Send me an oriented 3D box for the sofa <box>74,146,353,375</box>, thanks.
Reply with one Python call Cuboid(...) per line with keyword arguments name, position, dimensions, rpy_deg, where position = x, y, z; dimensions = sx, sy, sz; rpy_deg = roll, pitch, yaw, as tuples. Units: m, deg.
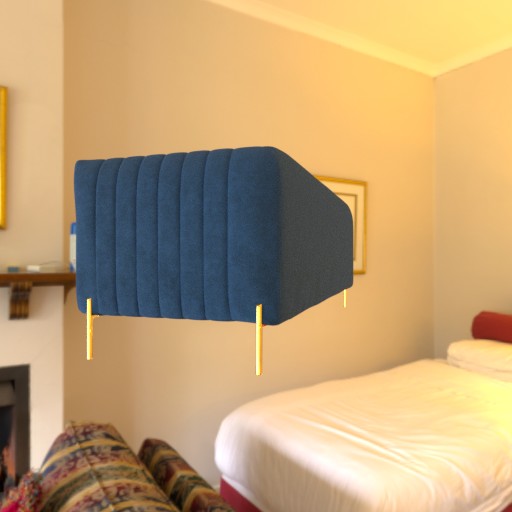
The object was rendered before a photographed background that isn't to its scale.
Cuboid(name="sofa", position=(0.000, 0.000, 2.589), dimensions=(0.896, 0.793, 2.136), rpy_deg=(0, 0, 19))
